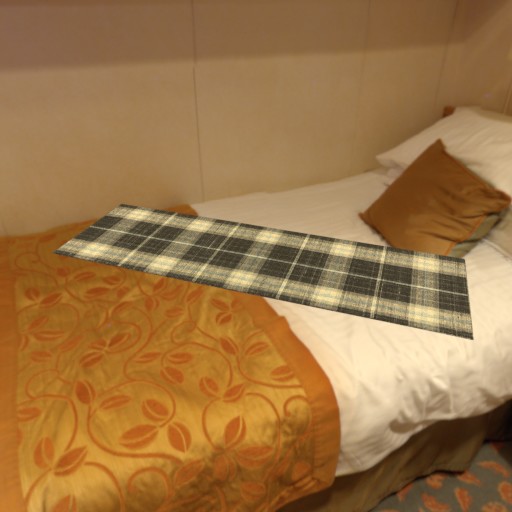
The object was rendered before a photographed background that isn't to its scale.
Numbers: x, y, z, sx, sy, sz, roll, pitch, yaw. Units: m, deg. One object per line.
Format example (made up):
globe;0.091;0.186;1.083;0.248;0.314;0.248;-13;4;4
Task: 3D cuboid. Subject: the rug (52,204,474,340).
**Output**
rug;0.000;0.000;2.733;2.434;0.012;0.760;10;33;16
